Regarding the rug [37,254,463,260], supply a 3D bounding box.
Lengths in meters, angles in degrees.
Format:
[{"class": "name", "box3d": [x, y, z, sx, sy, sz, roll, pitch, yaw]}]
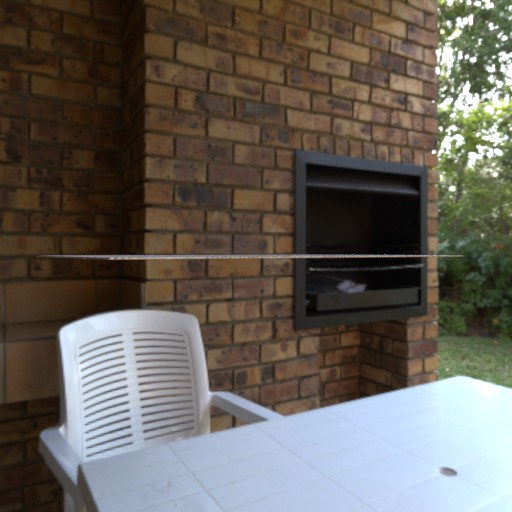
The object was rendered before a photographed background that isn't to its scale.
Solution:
[{"class": "rug", "box3d": [0.000, 0.000, 2.966, 2.428, 0.007, 1.519, 0, 1, -35]}]
